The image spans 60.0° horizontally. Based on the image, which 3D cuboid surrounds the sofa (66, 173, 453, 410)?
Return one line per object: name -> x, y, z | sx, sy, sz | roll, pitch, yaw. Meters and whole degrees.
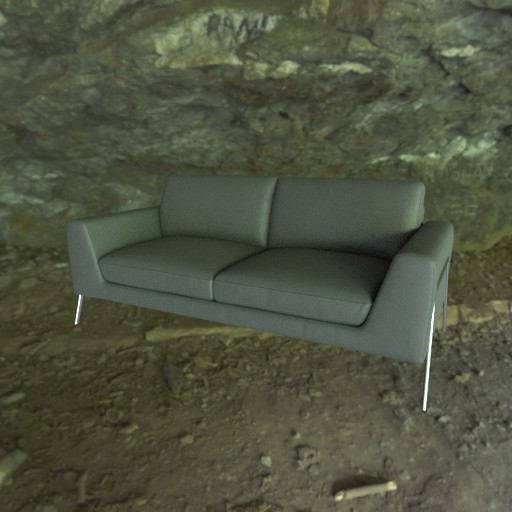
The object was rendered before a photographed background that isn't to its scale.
sofa -> 0.000, 0.000, 2.538 | 2.017, 0.875, 0.953 | 7, 15, 26
